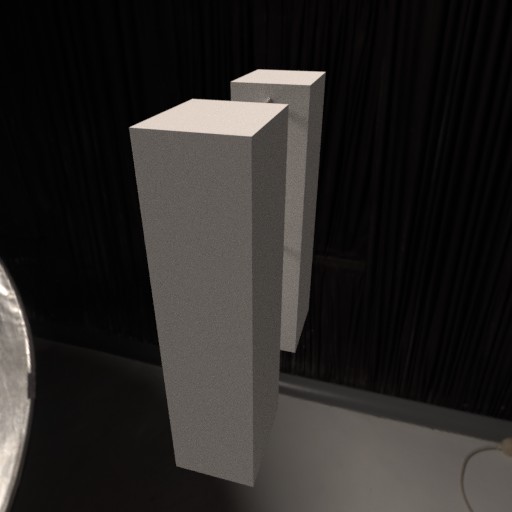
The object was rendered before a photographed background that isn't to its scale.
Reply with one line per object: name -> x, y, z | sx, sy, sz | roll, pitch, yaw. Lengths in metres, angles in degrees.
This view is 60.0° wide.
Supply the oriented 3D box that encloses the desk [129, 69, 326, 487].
desk -> 0.000, 0.000, 2.839 | 0.480, 2.000, 1.770 | 8, 31, 14
